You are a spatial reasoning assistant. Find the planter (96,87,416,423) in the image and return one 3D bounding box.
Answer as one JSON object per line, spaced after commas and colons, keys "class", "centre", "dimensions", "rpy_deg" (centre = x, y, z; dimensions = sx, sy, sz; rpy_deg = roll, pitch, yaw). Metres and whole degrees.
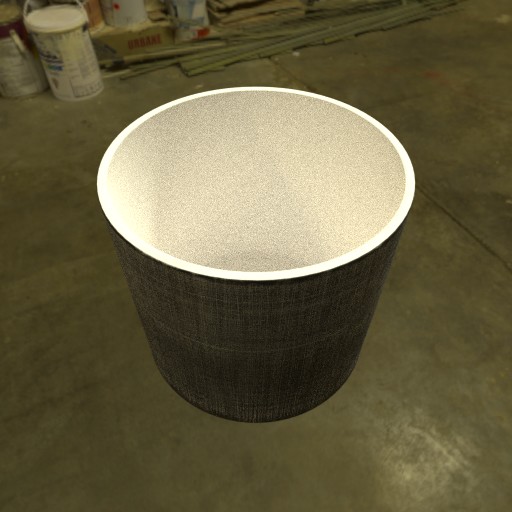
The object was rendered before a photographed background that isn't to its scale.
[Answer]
{"class": "planter", "centre": [0.000, 0.000, 0.389], "dimensions": [0.221, 0.201, 0.221], "rpy_deg": [0, 47, 0]}
